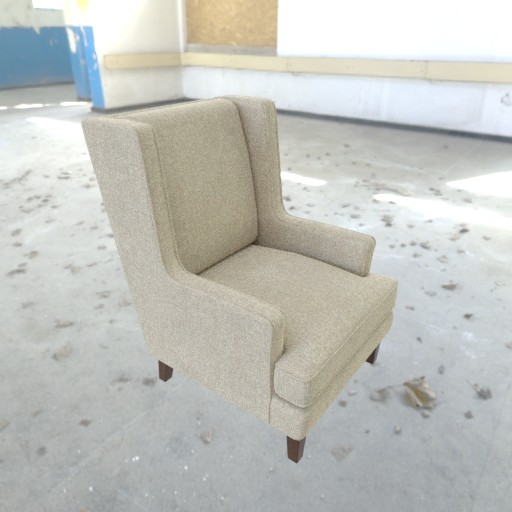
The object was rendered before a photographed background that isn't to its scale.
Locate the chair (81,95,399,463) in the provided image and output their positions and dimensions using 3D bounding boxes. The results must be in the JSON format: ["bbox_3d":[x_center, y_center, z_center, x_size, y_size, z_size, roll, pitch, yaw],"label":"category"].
[{"bbox_3d":[0.000,0.000,1.766,0.948,1.082,0.764,19,33,32],"label":"chair"}]
